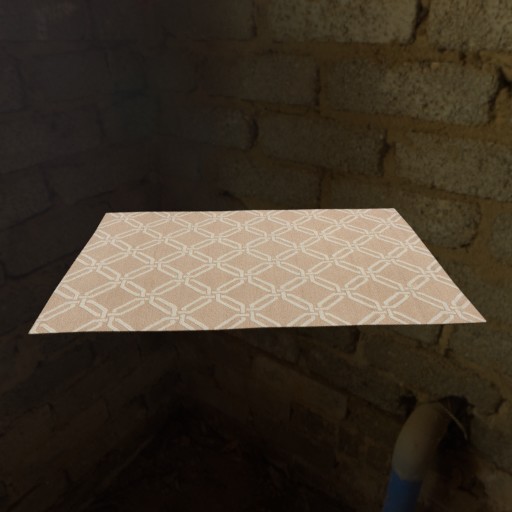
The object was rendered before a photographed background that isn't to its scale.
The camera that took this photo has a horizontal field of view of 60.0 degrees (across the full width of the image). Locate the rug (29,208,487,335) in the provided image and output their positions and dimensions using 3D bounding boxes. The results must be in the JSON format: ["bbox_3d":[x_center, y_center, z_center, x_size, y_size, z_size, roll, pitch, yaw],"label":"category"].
[{"bbox_3d":[0.000,0.000,2.166,1.745,0.010,1.146,-1,29,-2],"label":"rug"}]
